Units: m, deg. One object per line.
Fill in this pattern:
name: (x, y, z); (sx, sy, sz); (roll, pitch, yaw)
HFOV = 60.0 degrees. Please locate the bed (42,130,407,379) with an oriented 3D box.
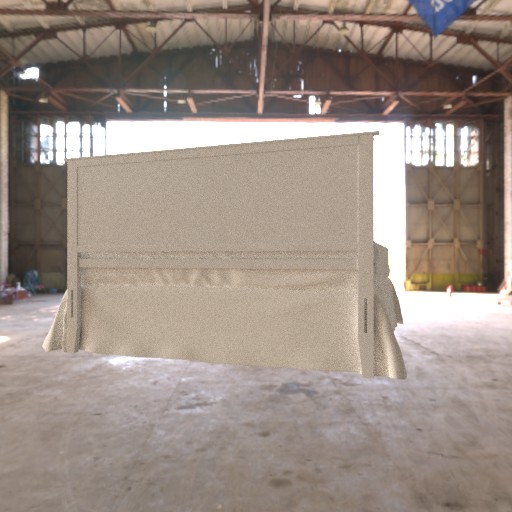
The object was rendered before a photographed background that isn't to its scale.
bed: (0.000, 0.000, 3.601); (2.317, 1.273, 2.215); (0, 0, 19)
